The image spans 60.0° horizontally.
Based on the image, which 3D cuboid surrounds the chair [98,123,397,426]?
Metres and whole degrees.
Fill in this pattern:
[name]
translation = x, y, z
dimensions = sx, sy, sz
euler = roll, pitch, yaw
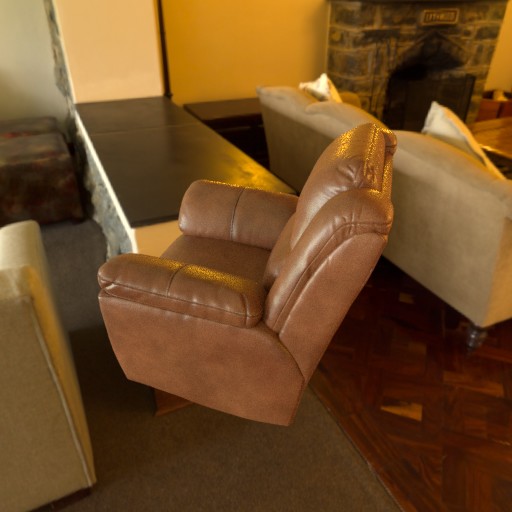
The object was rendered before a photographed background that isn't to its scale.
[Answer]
[chair]
translation = 0.000, 0.000, 1.935
dimensions = 1.041, 1.093, 0.990
euler = 8, 32, 14
